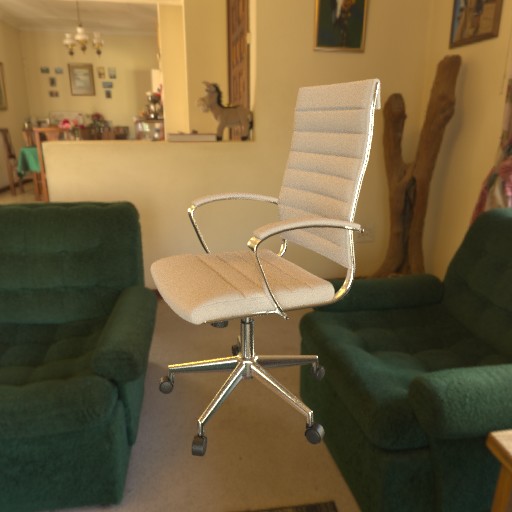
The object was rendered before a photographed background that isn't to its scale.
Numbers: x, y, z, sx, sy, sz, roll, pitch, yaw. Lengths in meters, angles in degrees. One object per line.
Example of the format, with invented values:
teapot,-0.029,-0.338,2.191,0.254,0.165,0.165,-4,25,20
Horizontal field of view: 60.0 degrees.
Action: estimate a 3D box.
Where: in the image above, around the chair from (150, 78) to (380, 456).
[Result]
chair,0.000,0.000,1.553,0.667,1.149,0.679,-8,19,-25
